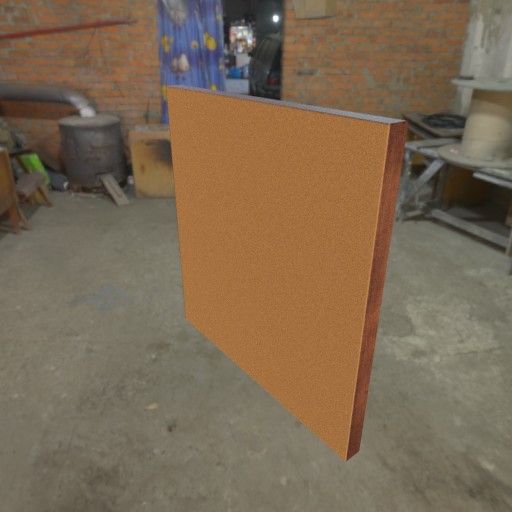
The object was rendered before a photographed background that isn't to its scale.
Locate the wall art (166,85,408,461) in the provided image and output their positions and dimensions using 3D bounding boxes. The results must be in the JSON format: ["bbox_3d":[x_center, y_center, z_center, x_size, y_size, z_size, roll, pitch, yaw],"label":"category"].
[{"bbox_3d":[0.000,0.000,0.849,0.037,0.572,0.554,-19,32,-33],"label":"wall art"}]
